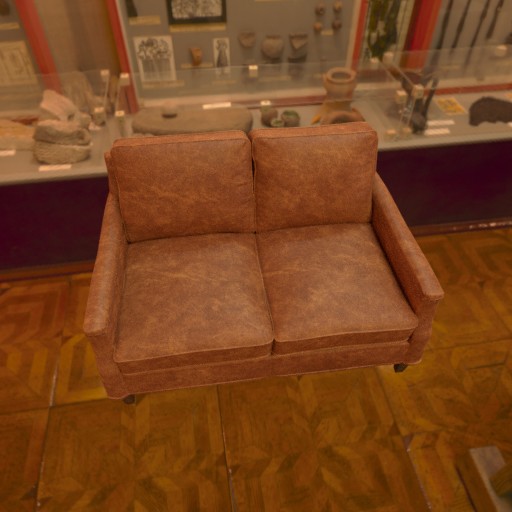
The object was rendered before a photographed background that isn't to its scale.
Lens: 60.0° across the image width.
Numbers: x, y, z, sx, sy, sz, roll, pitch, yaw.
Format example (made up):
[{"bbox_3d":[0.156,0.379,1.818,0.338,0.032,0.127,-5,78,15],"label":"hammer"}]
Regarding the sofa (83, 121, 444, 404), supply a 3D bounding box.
[{"bbox_3d":[0.000,0.000,2.320,1.597,1.003,1.084,-5,47,-5],"label":"sofa"}]
